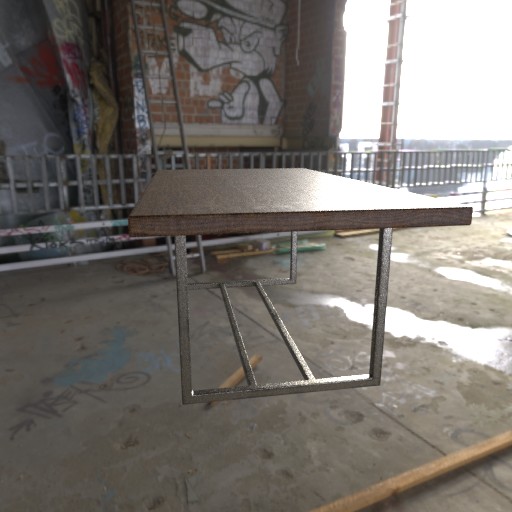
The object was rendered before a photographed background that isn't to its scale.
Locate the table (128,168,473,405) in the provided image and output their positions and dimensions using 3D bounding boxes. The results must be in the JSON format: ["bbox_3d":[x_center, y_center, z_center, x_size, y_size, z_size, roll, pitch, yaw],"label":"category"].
[{"bbox_3d":[0.000,0.000,2.383,1.078,0.795,1.989,-3,15,-9],"label":"table"}]
